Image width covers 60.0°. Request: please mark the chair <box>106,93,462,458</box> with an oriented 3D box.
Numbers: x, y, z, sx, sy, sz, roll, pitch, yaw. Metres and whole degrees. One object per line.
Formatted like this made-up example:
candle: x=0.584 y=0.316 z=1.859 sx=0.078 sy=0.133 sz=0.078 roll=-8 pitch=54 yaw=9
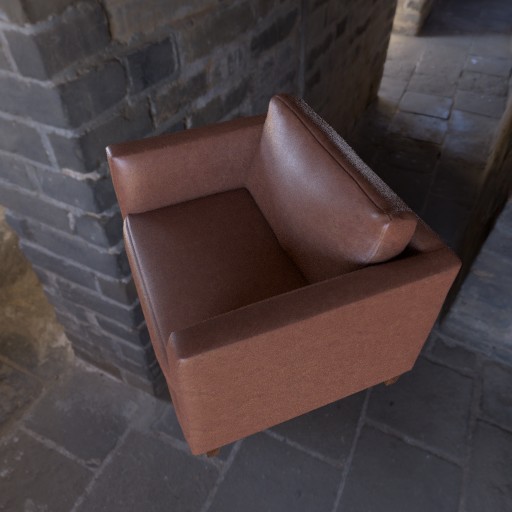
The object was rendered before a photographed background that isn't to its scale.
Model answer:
chair: x=0.000 y=0.000 z=1.781 sx=0.959 sy=0.917 sz=1.107 roll=-16 pitch=48 yaw=-15
